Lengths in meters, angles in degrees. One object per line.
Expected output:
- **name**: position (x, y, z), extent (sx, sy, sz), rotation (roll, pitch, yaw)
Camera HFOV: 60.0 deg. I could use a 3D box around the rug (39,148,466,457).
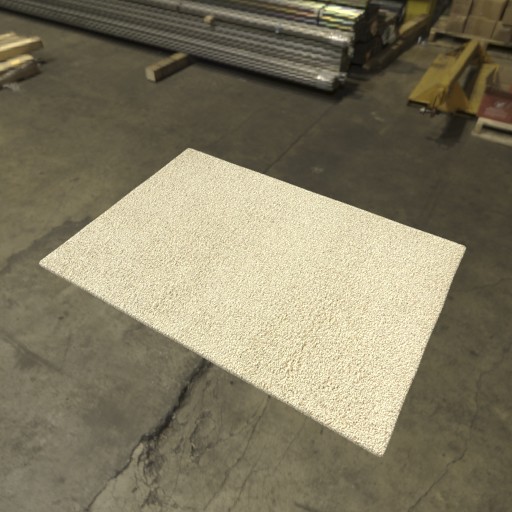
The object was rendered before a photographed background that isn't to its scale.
- **rug**: position (0.000, 0.000, 2.227), extent (1.778, 0.030, 1.219), rotation (24, 50, 21)
